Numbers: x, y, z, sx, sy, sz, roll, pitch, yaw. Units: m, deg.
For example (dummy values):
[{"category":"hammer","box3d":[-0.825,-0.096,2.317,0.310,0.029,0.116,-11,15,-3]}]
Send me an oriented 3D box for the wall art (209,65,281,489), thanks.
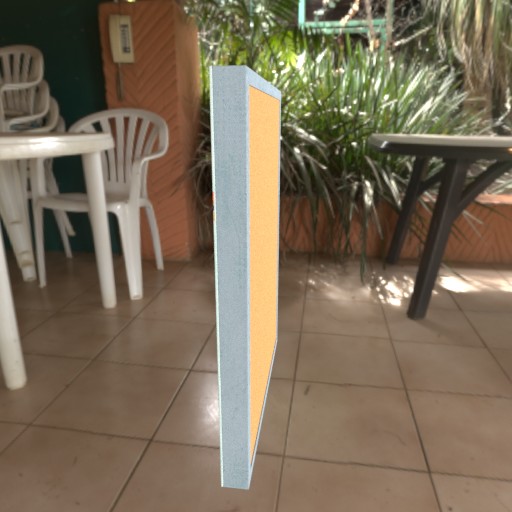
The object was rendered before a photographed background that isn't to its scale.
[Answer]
[{"category":"wall art","box3d":[0.000,0.000,0.696,0.037,0.509,0.409,2,17,7]}]
